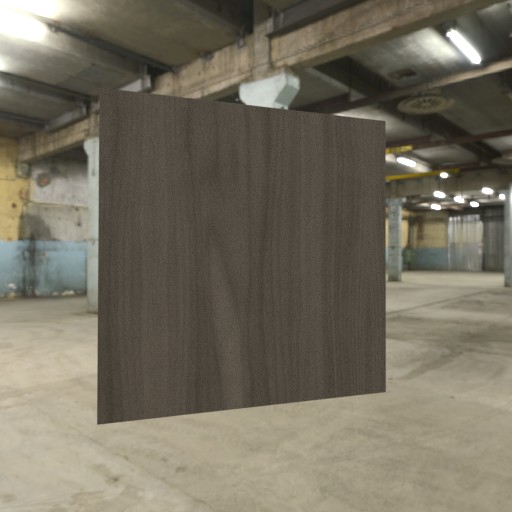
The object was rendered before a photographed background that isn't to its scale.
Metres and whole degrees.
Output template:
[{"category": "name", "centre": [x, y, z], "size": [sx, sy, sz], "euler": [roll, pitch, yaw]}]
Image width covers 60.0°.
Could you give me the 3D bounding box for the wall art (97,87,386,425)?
[{"category": "wall art", "centre": [0.000, 0.000, 0.755], "size": [0.508, 0.507, 0.016], "euler": [0, 0, -19]}]
